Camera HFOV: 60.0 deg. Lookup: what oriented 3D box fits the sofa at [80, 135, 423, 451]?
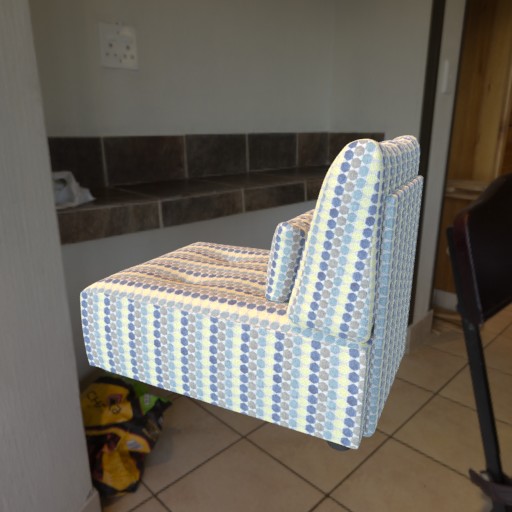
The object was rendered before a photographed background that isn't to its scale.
[{"bbox_3d":[0.000,0.000,1.558,1.000,0.820,0.700,8,18,26],"label":"sofa"}]
